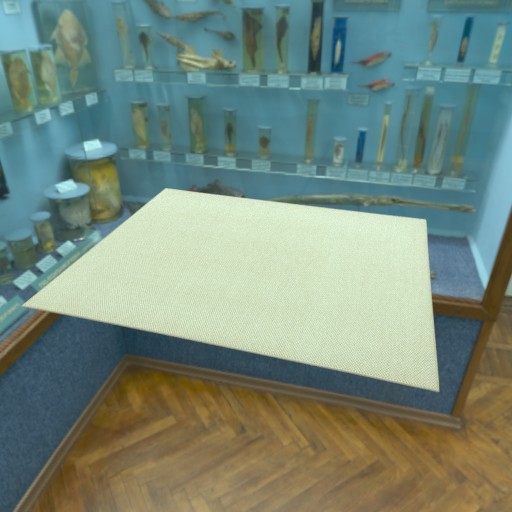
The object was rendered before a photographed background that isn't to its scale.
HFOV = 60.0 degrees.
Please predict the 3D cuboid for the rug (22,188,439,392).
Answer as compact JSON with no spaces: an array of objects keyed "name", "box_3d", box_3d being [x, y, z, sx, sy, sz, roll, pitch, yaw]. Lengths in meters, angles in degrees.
[{"name":"rug","box_3d":[0.000,0.000,4.053,3.039,0.018,2.462,9,32,14]}]
